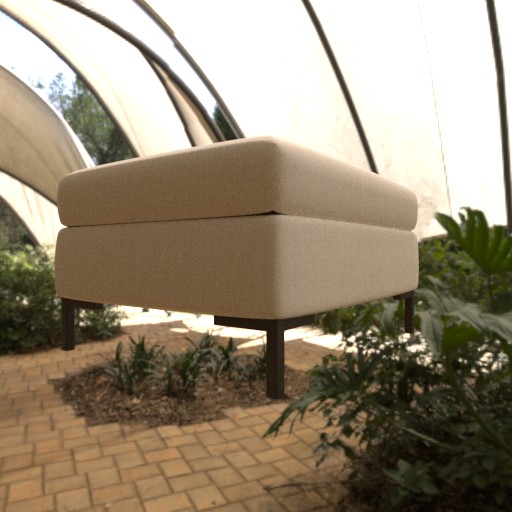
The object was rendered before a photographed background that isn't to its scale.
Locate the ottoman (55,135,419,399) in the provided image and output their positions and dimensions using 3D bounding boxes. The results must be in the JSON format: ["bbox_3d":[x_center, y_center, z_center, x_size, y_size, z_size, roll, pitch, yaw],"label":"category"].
[{"bbox_3d":[0.000,0.000,1.183,0.657,0.453,0.794,0,0,36],"label":"ottoman"}]
